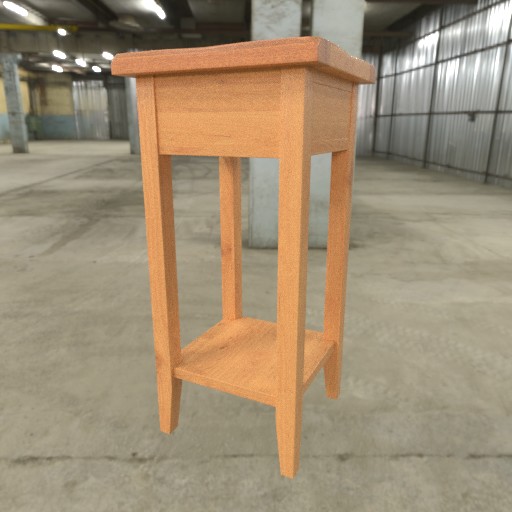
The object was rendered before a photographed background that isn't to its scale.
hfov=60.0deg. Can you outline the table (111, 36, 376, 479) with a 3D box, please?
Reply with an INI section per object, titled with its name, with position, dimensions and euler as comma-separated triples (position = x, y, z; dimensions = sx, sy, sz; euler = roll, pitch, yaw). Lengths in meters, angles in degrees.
[table]
position = 0.000, 0.000, 0.912
dimensions = 0.360, 0.740, 0.360
euler = 8, 18, 25
